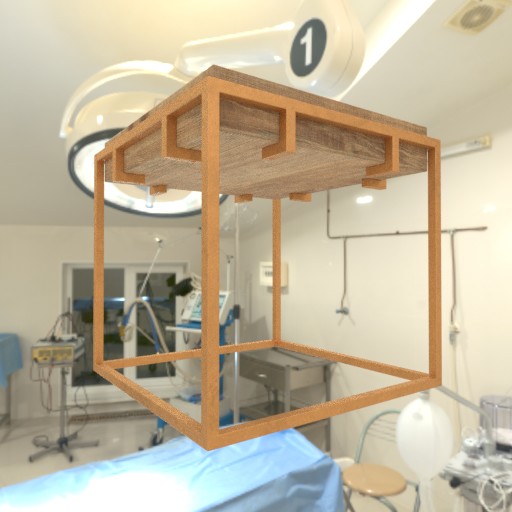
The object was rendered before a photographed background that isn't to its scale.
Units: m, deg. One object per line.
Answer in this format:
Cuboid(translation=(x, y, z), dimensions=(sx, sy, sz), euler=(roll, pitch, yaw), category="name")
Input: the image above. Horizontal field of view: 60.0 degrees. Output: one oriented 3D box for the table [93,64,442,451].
Cuboid(translation=(0.000, 0.000, 1.070), dimensions=(0.599, 0.584, 0.599), euler=(1, -1, -35), category="table")
